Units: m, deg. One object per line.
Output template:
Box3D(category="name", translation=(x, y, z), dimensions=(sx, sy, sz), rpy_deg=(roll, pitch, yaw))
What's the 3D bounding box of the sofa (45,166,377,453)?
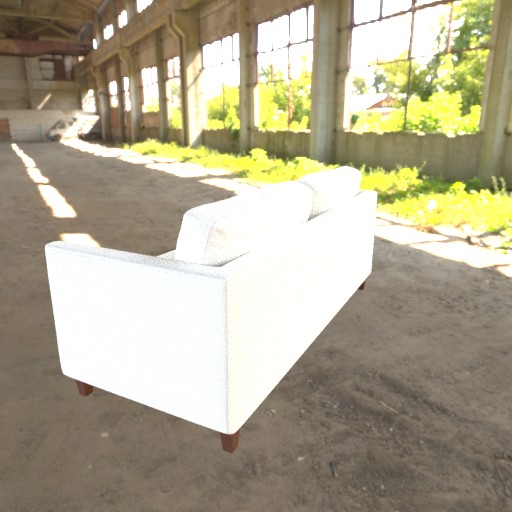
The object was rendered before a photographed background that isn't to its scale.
Box3D(category="sofa", translation=(0.000, 0.000, 2.596), dimensions=(0.924, 0.933, 2.139), rpy_deg=(9, 19, 26))
